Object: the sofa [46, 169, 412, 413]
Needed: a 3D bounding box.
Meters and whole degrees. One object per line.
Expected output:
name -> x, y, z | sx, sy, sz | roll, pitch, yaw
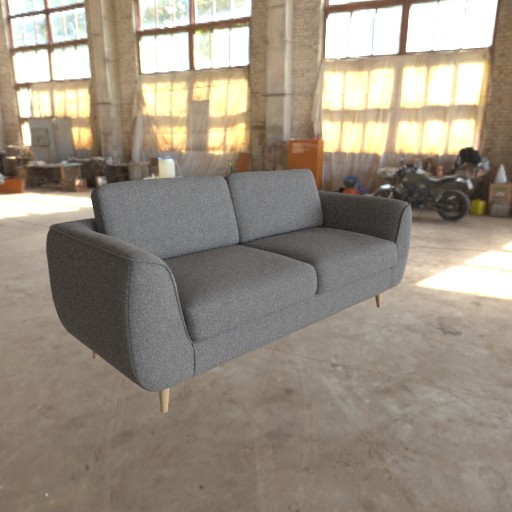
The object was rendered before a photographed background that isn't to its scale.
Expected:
sofa -> 0.000, 0.000, 2.452 | 2.000, 0.870, 0.920 | -14, 21, -42
